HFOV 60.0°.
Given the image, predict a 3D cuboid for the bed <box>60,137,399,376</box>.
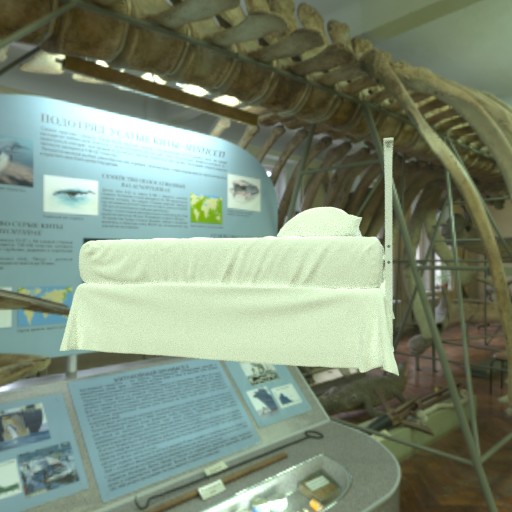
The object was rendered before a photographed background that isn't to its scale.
[{"bbox_3d":[0.000,0.000,3.649,2.215,1.273,2.317,0,-1,17],"label":"bed"}]
